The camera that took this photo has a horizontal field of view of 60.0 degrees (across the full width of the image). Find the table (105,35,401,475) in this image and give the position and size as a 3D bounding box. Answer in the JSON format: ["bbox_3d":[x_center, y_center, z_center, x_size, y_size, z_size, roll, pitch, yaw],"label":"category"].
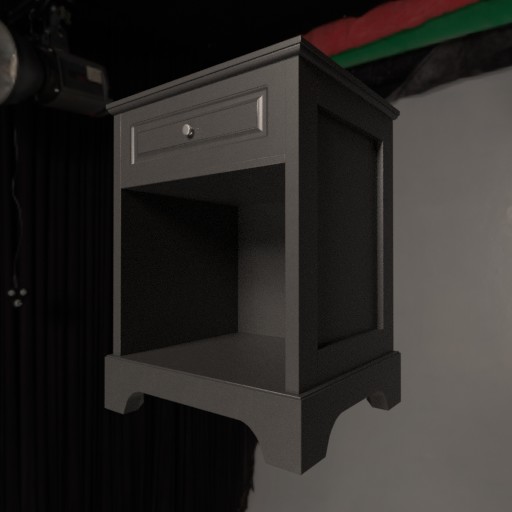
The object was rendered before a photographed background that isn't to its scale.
[{"bbox_3d":[0.000,0.000,0.911,0.460,0.610,0.399,0,-1,37],"label":"table"}]
